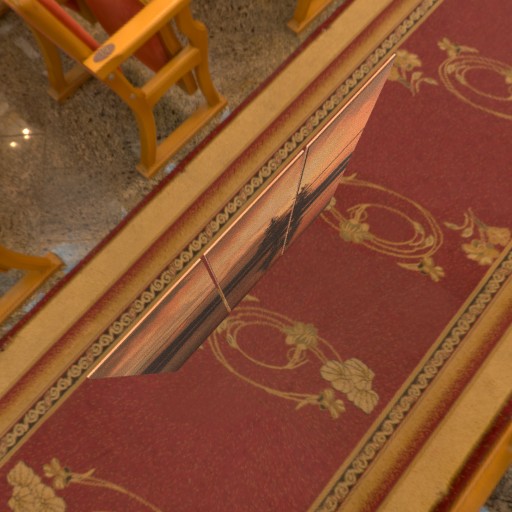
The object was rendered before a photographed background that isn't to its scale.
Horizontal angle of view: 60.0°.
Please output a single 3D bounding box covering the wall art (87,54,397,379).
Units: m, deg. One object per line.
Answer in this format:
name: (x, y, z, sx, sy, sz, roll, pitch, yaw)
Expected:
wall art: (0.000, 0.000, 2.214, 0.013, 1.525, 1.520, 41, 80, 9)
